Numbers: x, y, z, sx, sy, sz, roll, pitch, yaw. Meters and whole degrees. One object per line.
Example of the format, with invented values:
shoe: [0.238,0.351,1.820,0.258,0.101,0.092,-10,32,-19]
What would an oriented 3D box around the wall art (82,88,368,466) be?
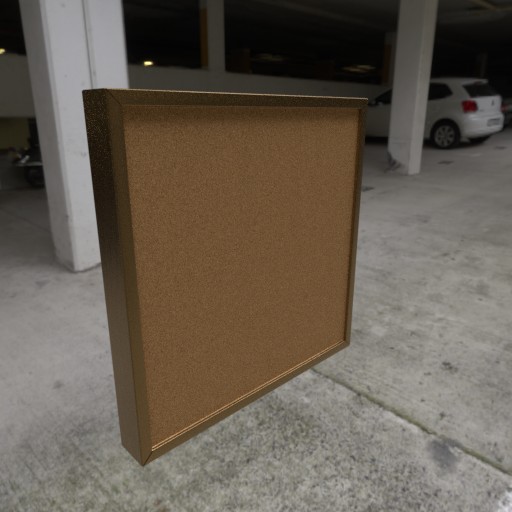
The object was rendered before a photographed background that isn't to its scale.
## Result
wall art: [0.000,0.000,0.446,0.305,0.305,0.037,-16,24,-41]
